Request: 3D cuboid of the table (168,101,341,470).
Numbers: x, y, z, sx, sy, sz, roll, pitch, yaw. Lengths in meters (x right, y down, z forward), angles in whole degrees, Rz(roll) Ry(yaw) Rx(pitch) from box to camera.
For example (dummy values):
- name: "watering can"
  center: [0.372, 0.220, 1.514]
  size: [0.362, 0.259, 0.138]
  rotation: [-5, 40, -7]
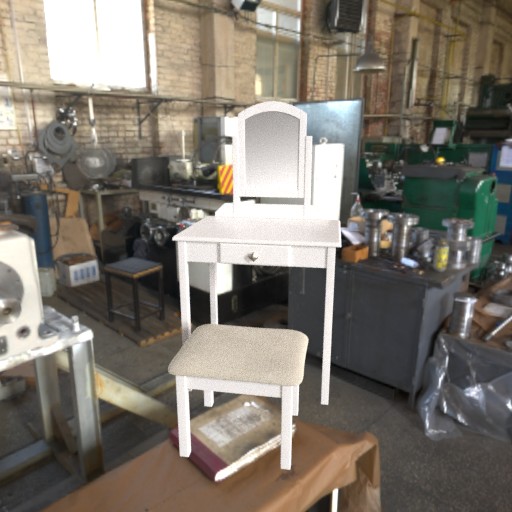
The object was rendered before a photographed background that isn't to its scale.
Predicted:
- name: "table"
  center: [0.000, 0.000, 2.342]
  size: [0.876, 1.631, 1.211]
  rotation: [3, 15, 10]
